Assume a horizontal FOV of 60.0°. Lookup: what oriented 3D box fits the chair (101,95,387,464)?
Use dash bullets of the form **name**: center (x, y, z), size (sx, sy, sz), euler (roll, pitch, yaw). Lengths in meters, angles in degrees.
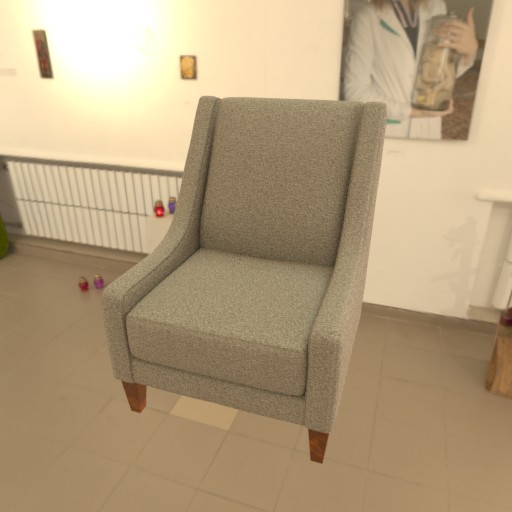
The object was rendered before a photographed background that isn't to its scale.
- **chair**: center (0.000, 0.000, 1.611), size (0.774, 1.016, 0.870), euler (8, 27, 17)
